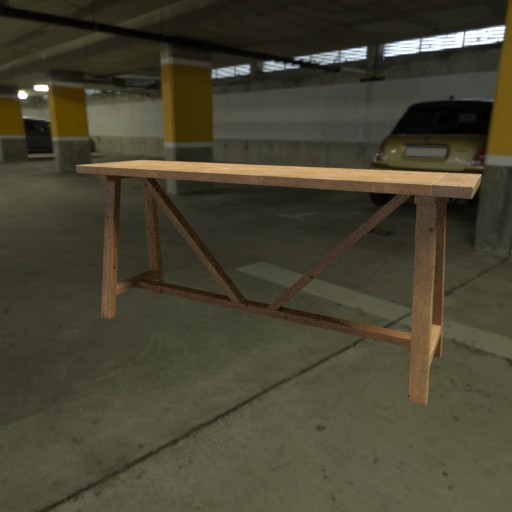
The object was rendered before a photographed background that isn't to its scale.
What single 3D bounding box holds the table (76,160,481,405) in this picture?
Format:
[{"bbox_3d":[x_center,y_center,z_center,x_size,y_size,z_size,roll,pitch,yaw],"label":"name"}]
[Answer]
[{"bbox_3d":[0.000,0.000,2.103,1.800,0.810,0.465,9,18,28],"label":"table"}]
